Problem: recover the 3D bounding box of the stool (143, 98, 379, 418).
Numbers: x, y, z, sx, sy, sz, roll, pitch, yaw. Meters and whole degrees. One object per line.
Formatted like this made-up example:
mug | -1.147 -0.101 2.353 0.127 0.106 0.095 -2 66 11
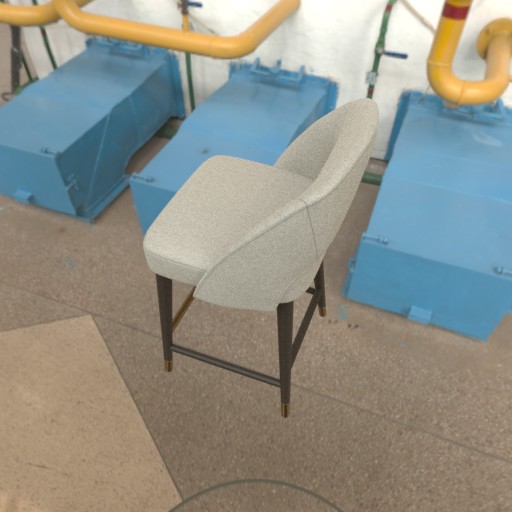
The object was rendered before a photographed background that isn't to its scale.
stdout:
stool | 0.000 0.000 1.277 0.509 0.940 0.494 17 50 15
